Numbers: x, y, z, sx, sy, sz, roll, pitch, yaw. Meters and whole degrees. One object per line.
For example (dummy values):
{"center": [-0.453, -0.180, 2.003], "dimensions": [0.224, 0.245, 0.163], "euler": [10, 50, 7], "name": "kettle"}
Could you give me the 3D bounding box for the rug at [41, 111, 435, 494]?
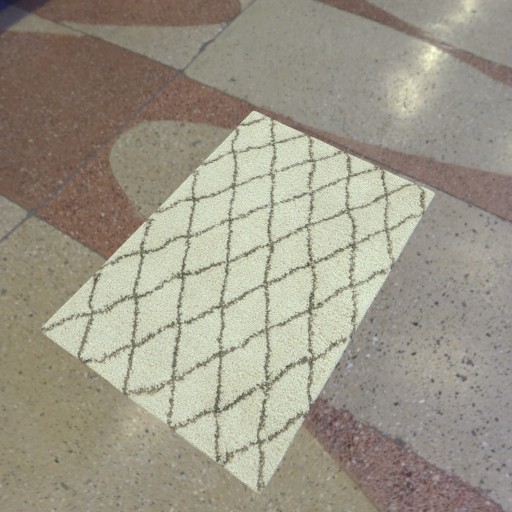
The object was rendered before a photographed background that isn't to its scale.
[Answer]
{"center": [0.000, 0.000, 2.257], "dimensions": [1.219, 0.030, 1.778], "euler": [29, 63, 17], "name": "rug"}
